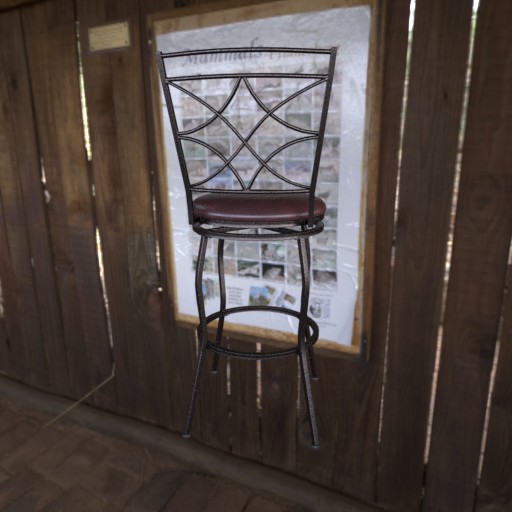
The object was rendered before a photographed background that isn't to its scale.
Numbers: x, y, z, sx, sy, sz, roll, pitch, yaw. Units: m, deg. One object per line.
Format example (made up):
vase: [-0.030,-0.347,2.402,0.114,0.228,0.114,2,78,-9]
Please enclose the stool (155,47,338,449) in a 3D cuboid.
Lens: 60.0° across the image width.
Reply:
stool: [0.000,0.000,1.389,0.434,1.117,0.534,2,15,7]
